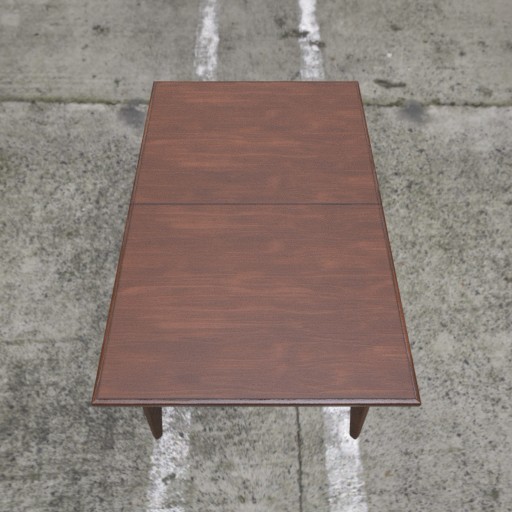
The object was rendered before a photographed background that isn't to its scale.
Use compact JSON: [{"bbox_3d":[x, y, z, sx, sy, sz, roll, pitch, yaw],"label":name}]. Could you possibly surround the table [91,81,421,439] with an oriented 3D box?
[{"bbox_3d":[0.000,0.000,2.047,0.990,0.761,1.524,0,58,0],"label":"table"}]
